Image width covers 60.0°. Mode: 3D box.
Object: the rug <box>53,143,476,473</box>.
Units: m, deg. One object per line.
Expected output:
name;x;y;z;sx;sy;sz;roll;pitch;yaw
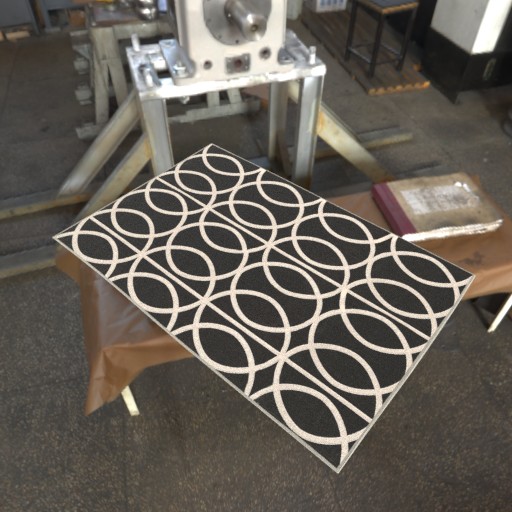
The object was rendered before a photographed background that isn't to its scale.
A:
rug;0.000;0.000;2.849;2.294;0.014;1.528;32;54;27
